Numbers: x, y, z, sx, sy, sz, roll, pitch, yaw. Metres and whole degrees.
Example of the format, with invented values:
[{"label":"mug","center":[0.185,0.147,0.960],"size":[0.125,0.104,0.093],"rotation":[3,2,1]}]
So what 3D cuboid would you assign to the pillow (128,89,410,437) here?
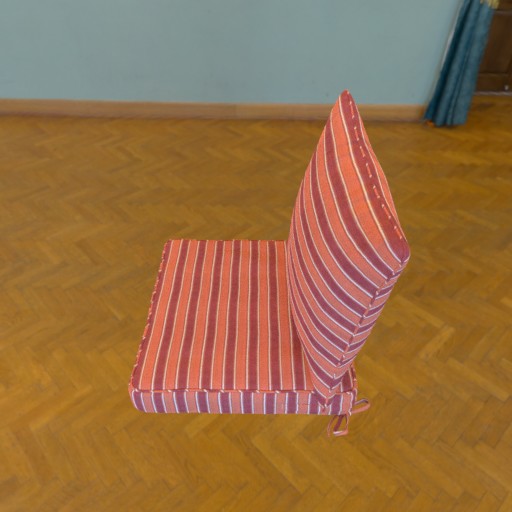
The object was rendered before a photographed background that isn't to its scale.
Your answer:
[{"label":"pillow","center":[0.000,0.000,1.344],"size":[0.733,0.723,0.799],"rotation":[0,42,0]}]
